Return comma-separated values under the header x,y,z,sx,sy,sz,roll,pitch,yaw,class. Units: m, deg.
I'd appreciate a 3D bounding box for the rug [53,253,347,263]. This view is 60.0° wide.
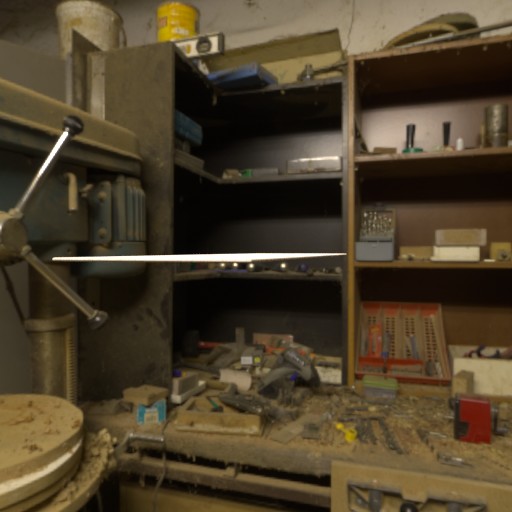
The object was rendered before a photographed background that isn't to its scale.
x,y,z,sx,sy,sz,roll,pitch,yaw,class
0.000,0.000,2.673,0.793,0.014,2.450,0,1,18,rug
